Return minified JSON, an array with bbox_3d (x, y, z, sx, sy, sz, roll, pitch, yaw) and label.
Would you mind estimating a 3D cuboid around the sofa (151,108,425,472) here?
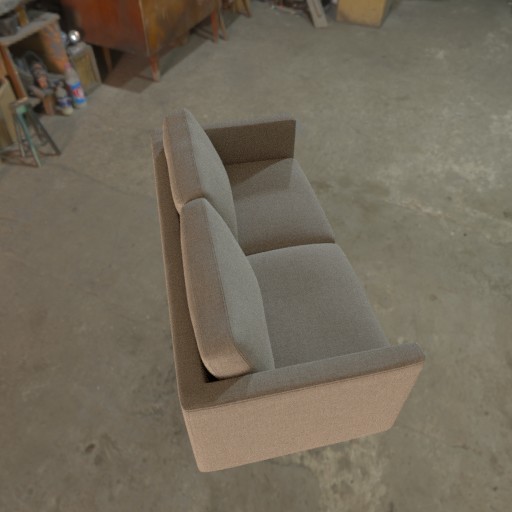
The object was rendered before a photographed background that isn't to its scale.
[{"bbox_3d":[0.000,0.000,2.397,0.951,0.947,1.884,-9,47,-9],"label":"sofa"}]
